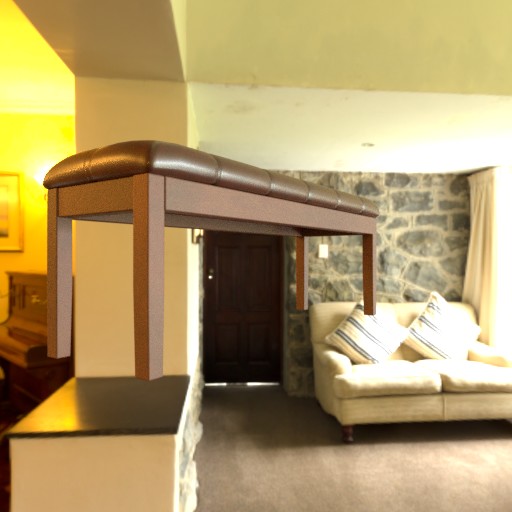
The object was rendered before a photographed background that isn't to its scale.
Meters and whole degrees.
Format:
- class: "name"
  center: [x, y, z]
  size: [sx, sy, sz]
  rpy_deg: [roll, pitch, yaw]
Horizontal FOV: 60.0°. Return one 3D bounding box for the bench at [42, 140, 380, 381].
- class: "bench"
  center: [0.000, 0.000, 1.466]
  size: [0.401, 0.491, 1.259]
  rpy_deg: [0, 0, 35]
